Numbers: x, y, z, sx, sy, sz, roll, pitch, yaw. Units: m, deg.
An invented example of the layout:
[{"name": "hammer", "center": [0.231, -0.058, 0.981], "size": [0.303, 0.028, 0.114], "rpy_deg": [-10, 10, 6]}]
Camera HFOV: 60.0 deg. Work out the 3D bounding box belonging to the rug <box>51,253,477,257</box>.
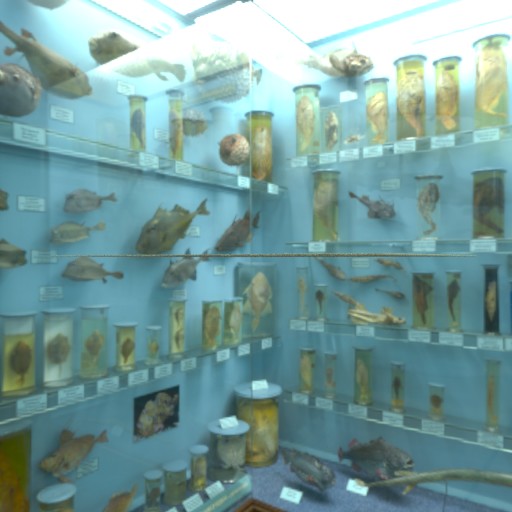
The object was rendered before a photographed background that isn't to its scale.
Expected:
[{"name": "rug", "center": [0.000, 0.000, 2.166], "size": [1.747, 0.006, 1.143], "rpy_deg": [0, 0, 37]}]
